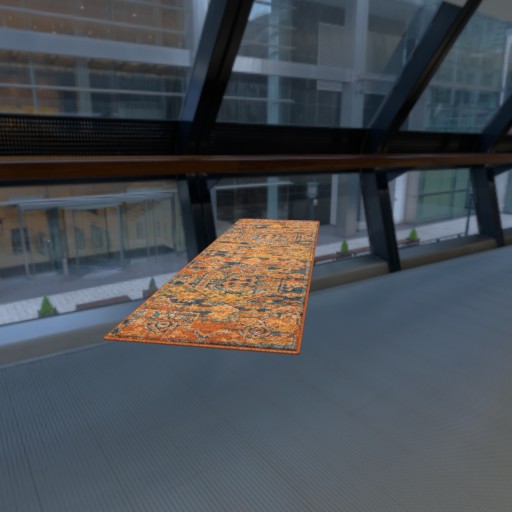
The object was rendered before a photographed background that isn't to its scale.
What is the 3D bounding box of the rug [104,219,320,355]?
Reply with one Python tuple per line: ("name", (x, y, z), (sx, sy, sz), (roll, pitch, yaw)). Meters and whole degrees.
("rug", (0.000, 0.000, 2.499), (0.651, 0.016, 2.274), (2, 15, 9))
